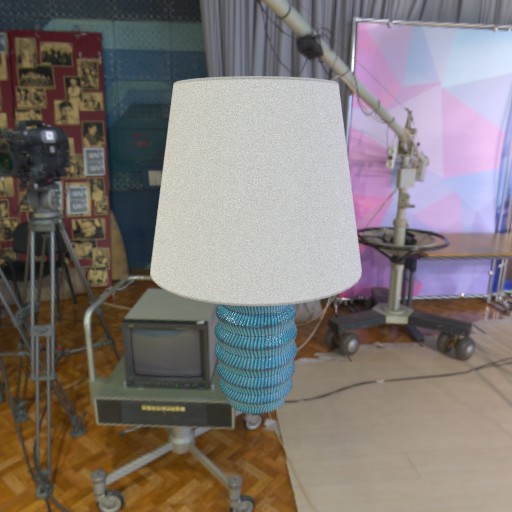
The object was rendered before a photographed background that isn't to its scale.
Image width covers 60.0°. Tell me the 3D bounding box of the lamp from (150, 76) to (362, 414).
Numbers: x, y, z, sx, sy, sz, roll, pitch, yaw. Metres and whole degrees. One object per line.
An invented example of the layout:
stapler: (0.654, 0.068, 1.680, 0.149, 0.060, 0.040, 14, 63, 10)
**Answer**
lamp: (0.000, 0.000, 0.543, 0.254, 0.392, 0.254, 0, 16, 0)
